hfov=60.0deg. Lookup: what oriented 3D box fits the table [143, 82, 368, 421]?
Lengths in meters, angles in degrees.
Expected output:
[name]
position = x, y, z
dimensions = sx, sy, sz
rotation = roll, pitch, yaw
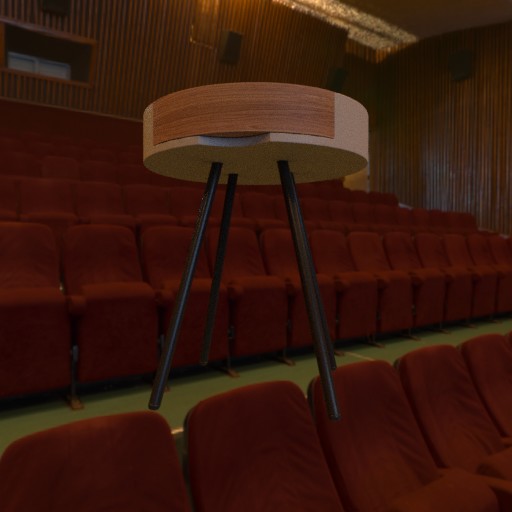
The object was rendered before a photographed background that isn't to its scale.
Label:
[table]
position = 0.000, 0.000, 0.882
dimensions = 0.450, 0.525, 0.450
rotation = 0, 1, 0
